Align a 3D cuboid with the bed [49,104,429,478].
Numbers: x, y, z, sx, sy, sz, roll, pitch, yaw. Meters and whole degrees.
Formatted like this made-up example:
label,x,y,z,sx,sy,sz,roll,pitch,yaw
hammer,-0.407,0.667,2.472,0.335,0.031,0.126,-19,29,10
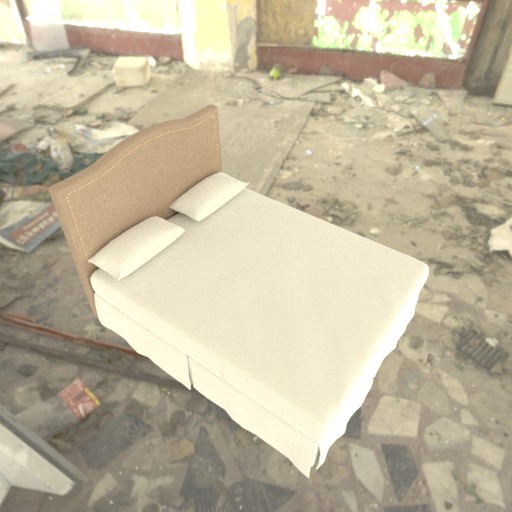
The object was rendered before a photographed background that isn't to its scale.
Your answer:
label,x,y,z,sx,sy,sz,roll,pitch,yaw
bed,0.000,0.000,3.436,2.282,1.436,1.821,26,48,26
